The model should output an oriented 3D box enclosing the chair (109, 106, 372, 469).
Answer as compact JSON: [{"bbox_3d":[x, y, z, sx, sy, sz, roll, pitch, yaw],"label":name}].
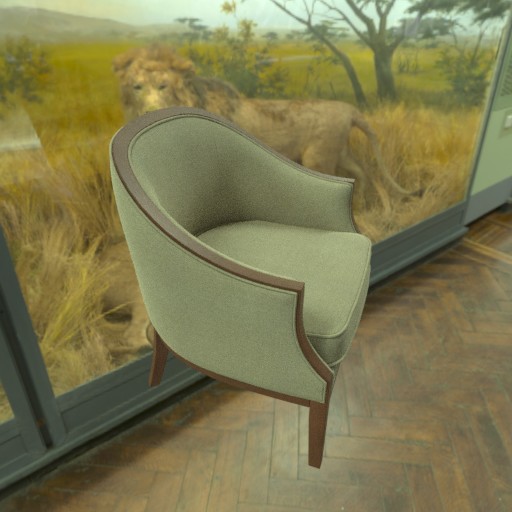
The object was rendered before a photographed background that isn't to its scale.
[{"bbox_3d":[0.000,0.000,1.471,0.735,0.876,0.803,10,31,17],"label":"chair"}]
